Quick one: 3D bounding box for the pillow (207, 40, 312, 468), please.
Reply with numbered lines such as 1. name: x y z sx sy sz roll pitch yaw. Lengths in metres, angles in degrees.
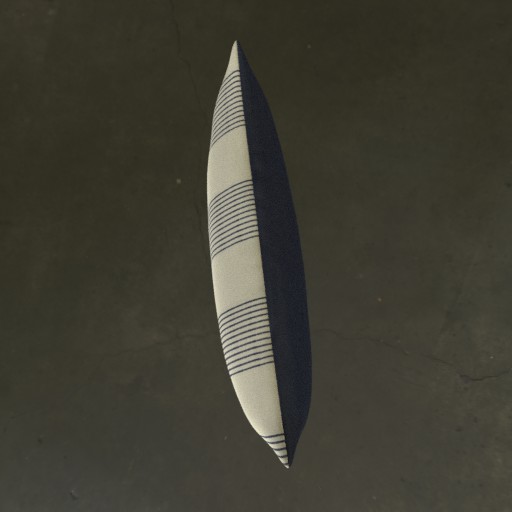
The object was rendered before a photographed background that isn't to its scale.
1. pillow: 0.000 0.000 0.734 0.151 0.287 0.610 -6 75 -2
